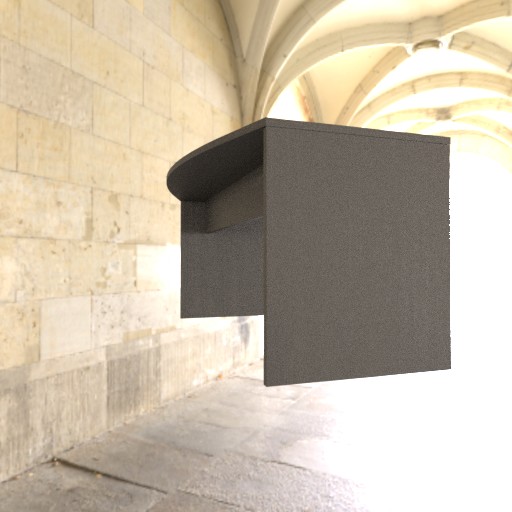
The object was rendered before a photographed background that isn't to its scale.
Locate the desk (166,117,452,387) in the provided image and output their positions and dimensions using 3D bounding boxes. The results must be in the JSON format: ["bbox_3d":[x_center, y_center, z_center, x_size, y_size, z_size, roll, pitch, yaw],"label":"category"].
[{"bbox_3d":[0.000,0.000,2.063,0.802,0.750,1.600,0,-1,-18],"label":"desk"}]
